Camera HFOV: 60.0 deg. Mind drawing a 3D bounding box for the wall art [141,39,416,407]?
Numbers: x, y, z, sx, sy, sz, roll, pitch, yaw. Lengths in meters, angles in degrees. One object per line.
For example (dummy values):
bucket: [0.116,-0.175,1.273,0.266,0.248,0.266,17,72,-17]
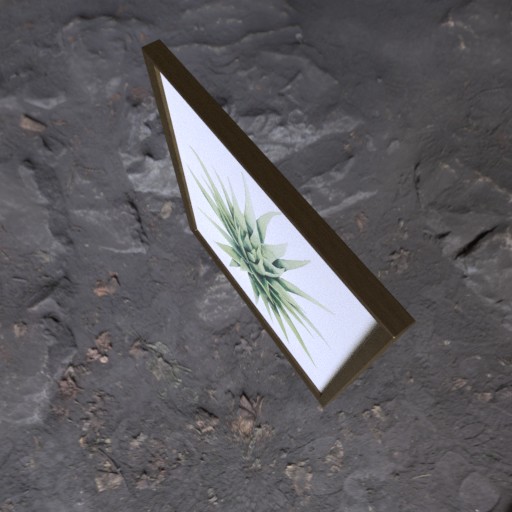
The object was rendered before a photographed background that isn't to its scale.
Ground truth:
wall art: [0.000,0.000,0.751,0.030,0.506,0.503,-33,68,-15]
